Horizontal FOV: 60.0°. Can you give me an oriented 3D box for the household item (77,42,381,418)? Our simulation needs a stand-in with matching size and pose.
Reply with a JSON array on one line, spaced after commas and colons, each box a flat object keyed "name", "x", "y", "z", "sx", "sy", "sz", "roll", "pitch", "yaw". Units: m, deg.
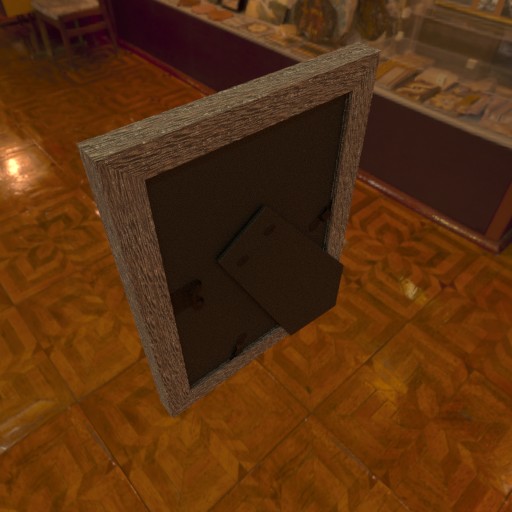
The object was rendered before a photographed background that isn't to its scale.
[{"name": "household item", "x": 0.000, "y": 0.000, "z": 0.273, "sx": 0.160, "sy": 0.210, "sz": 0.020, "roll": -31, "pitch": 53, "yaw": -27}]
